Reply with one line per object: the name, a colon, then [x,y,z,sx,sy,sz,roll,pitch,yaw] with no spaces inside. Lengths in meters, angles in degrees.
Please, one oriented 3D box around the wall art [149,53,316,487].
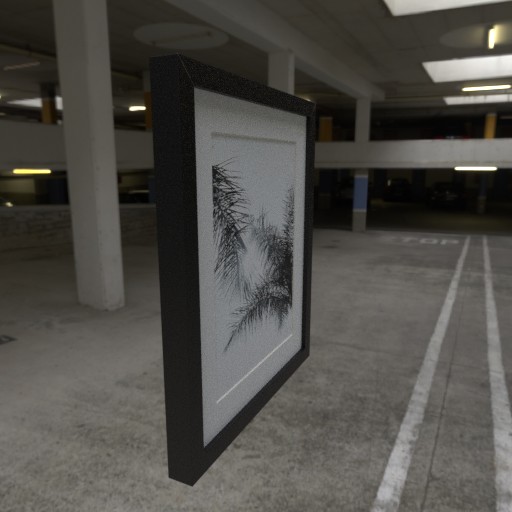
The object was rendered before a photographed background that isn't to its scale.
wall art: [0.000,0.000,0.527,0.028,0.380,0.325,6,13,26]
